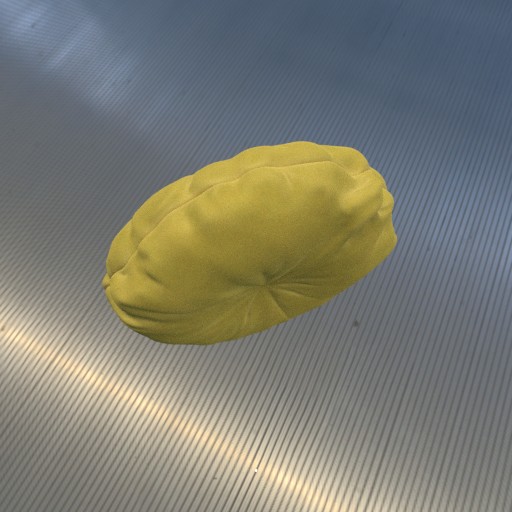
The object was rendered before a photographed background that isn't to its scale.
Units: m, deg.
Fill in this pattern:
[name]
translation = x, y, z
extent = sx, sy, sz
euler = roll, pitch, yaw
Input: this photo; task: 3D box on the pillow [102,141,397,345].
[pillow]
translation = 0.000, 0.000, 0.644
extent = 0.428, 0.407, 0.148
euler = -18, 66, -8
